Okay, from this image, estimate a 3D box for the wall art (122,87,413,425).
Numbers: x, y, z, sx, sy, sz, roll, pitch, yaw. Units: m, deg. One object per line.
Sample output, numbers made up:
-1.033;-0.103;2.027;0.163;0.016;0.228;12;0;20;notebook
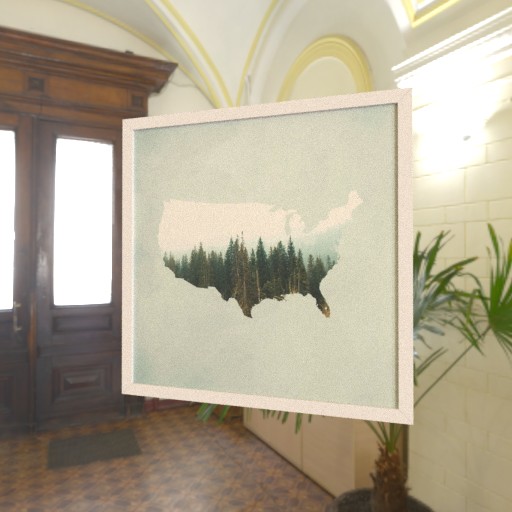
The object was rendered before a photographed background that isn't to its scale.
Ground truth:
0.000;0.000;0.764;0.509;0.509;0.040;0;-1;18;wall art
